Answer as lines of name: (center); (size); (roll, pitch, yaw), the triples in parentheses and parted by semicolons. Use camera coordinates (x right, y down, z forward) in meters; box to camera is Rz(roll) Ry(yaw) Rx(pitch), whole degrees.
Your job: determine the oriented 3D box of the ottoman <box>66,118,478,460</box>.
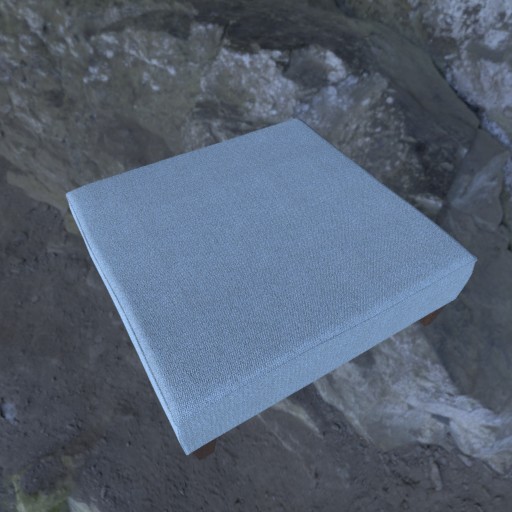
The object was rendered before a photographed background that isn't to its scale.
ottoman: (0.000, 0.000, 1.555); (1.004, 0.379, 0.968); (-23, 51, -20)
